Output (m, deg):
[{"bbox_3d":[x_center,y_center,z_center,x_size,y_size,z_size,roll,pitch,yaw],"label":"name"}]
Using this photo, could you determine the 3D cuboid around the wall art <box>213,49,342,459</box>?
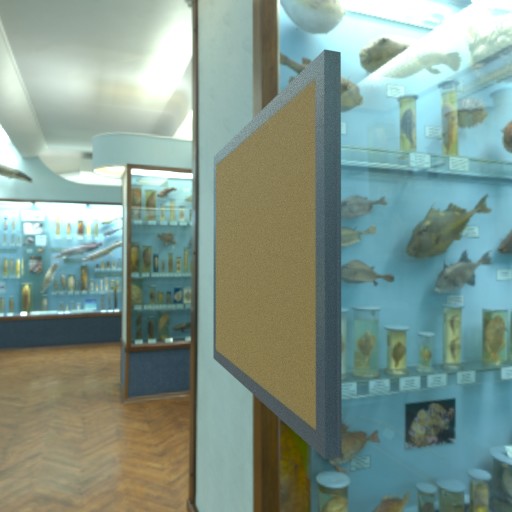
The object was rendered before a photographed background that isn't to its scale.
[{"bbox_3d":[0.000,0.000,0.919,0.026,0.558,0.660,0,-1,-19],"label":"wall art"}]
